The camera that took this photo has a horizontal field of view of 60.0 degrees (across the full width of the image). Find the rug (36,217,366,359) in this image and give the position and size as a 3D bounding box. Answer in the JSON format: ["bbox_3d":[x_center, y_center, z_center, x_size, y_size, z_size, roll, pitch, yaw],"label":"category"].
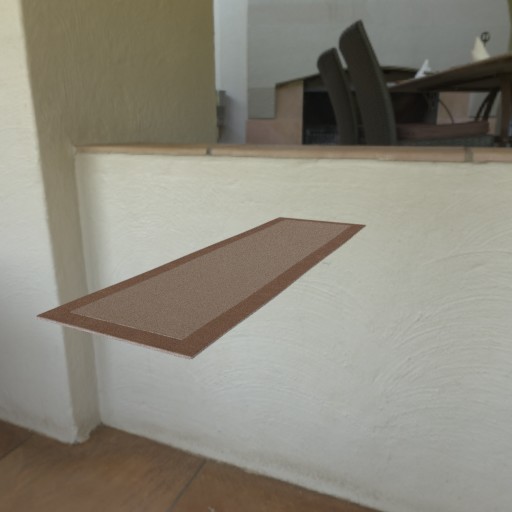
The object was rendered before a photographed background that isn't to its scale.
[{"bbox_3d":[0.000,0.000,2.657,0.767,0.012,2.430,8,17,26],"label":"rug"}]
